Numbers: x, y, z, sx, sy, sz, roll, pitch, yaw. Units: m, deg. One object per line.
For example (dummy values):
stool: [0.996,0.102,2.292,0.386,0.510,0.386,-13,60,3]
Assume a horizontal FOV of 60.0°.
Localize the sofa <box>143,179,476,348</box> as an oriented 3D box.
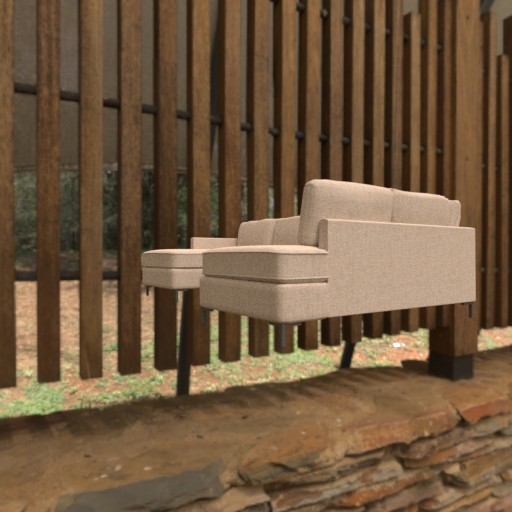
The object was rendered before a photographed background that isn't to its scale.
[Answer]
sofa: [0.000,0.000,4.391,2.021,0.996,3.423,0,0,-35]
